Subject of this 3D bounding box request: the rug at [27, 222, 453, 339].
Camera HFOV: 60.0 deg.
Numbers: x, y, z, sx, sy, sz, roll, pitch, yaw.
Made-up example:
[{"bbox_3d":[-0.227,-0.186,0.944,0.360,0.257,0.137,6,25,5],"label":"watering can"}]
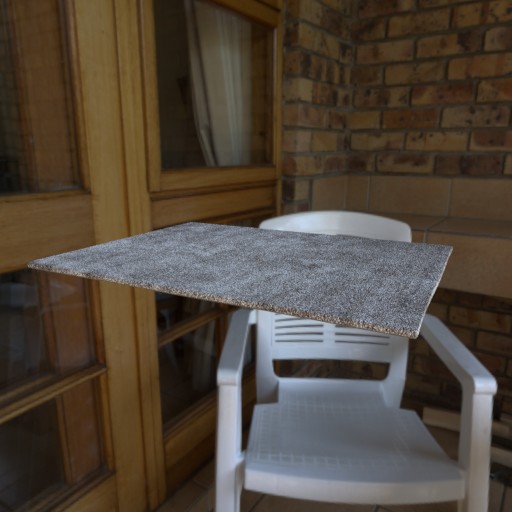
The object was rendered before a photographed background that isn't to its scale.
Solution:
[{"bbox_3d":[0.000,0.000,2.063,1.601,0.025,1.198,7,15,27],"label":"rug"}]
